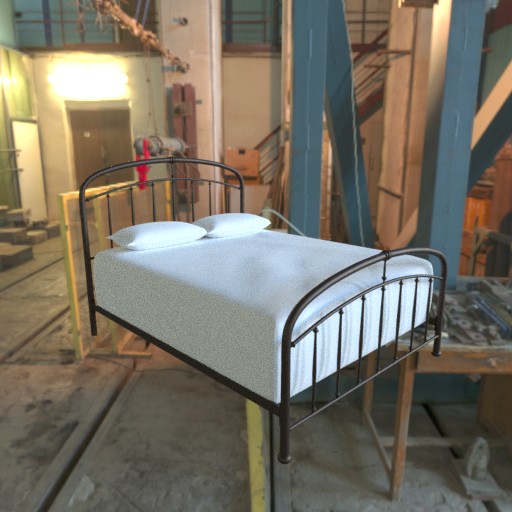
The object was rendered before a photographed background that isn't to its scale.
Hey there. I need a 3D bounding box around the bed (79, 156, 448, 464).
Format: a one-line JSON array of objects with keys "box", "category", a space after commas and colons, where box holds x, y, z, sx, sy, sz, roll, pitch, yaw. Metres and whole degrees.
[{"box": [0.000, 0.000, 3.285, 1.711, 1.425, 2.180, -13, 18, -42], "category": "bed"}]
